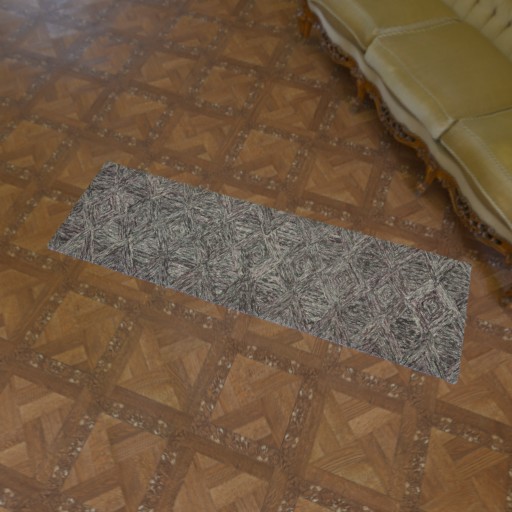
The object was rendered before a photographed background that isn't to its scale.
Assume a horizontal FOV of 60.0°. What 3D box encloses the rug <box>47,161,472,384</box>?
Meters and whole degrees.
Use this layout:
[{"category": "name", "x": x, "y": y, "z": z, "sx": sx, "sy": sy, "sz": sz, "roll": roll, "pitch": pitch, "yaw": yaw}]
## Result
[{"category": "rug", "x": 0.000, "y": 0.000, "z": 2.497, "sx": 2.305, "sy": 0.013, "sz": 0.719, "roll": 17, "pitch": 60, "yaw": 10}]
